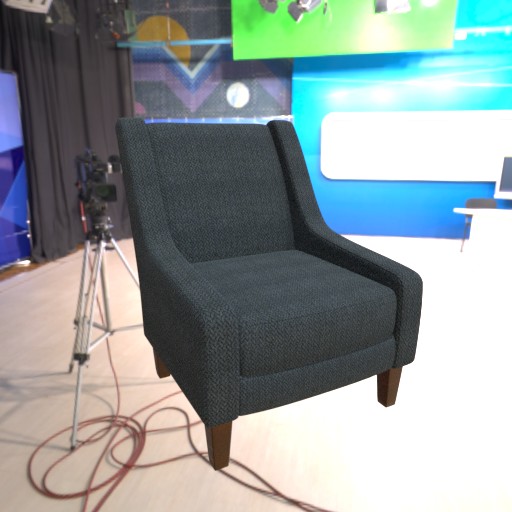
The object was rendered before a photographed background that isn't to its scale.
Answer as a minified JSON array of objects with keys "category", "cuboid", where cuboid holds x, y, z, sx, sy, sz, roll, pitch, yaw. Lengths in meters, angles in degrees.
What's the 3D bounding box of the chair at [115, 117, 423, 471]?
[{"category":"chair","cuboid":[0.000,0.000,1.670,0.793,1.012,0.944,-8,17,-27]}]
